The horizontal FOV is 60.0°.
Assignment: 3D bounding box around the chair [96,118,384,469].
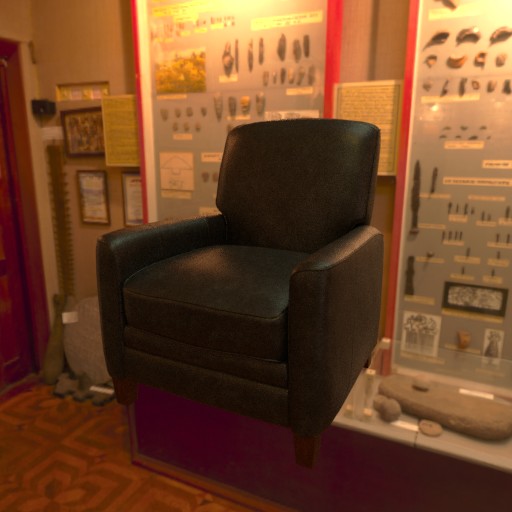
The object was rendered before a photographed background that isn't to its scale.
[{"bbox_3d":[0.000,0.000,1.631,0.848,1.014,0.864,7,16,26],"label":"chair"}]
